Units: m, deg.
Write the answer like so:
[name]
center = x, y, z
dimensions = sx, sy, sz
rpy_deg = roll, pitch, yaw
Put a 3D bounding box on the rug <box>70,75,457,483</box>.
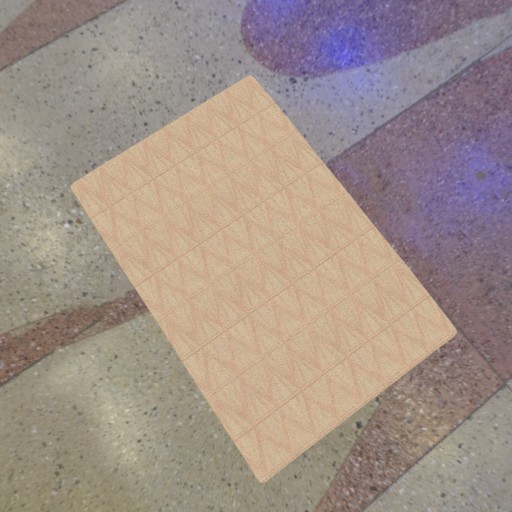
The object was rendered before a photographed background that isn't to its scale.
[rug]
center = 0.000, 0.000, 3.040
dimensions = 1.609, 0.015, 2.390
rpy_deg = -34, 79, -8
